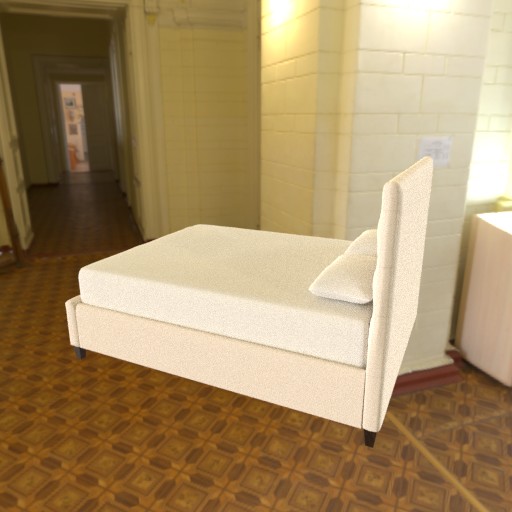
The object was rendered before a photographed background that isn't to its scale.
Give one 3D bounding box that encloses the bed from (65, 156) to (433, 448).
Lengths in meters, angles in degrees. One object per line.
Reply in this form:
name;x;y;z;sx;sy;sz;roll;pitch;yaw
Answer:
bed;0.000;0.000;3.331;2.233;1.426;1.696;8;19;24
